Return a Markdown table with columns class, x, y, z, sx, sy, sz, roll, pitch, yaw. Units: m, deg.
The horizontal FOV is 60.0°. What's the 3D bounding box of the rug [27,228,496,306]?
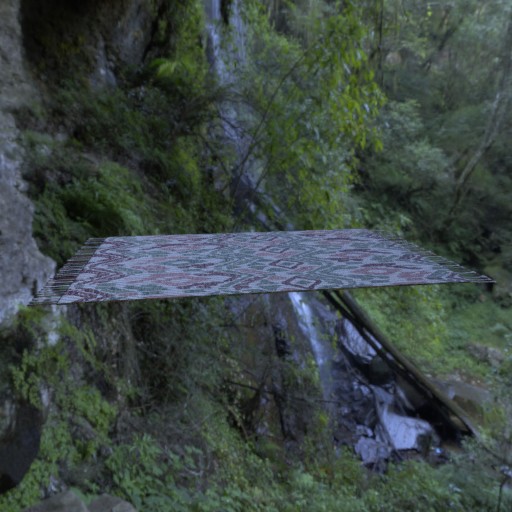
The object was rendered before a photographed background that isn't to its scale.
| class | x | y | z | sx | sy | sz | roll | pitch | yaw |
| --- | --- | --- | --- | --- | --- | --- | --- | --- | --- |
| rug | 0.000 | 0.000 | 2.959 | 2.438 | 0.011 | 1.524 | -2 | 15 | -9 |
